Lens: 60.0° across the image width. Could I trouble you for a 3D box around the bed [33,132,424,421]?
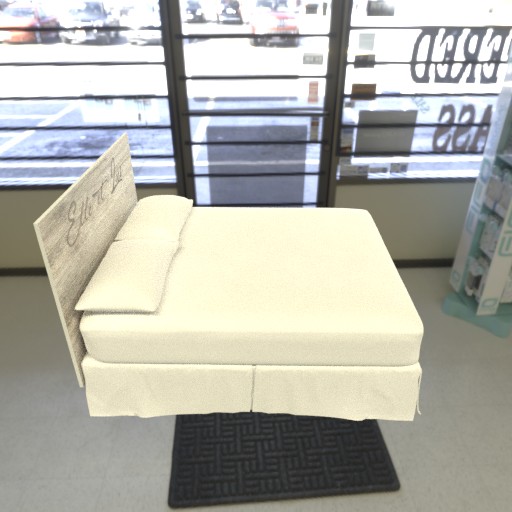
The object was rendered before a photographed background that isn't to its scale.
[{"bbox_3d":[0.000,0.000,3.159,2.094,1.335,1.745,0,31,1],"label":"bed"}]
